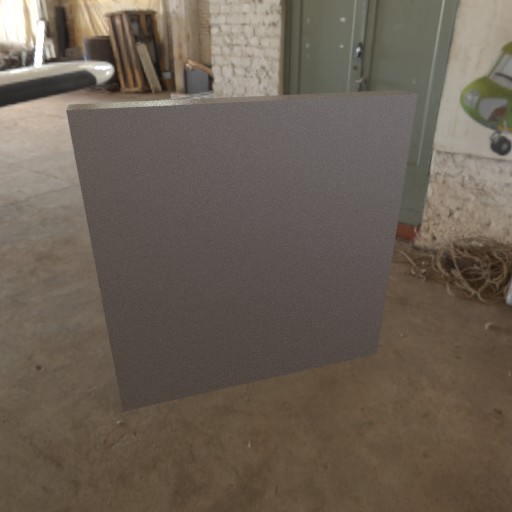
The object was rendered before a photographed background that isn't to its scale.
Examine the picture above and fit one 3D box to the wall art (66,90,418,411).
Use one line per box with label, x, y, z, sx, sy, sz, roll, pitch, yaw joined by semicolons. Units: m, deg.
wall art;0.000;0.000;0.518;0.350;0.350;0.038;-8;28;-16
